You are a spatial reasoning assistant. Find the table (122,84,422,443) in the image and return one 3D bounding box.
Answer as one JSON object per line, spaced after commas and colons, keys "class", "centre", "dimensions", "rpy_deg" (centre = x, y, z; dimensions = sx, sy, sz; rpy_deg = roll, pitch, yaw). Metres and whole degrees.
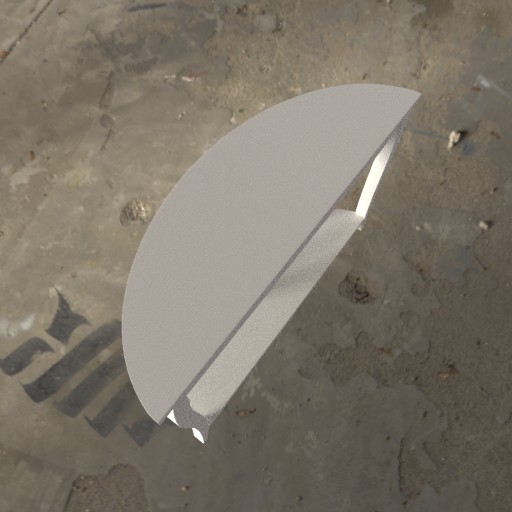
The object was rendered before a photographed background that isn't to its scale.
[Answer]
{"class": "table", "centre": [0.000, 0.000, 1.566], "dimensions": [0.394, 0.780, 1.219], "rpy_deg": [33, 67, 16]}
